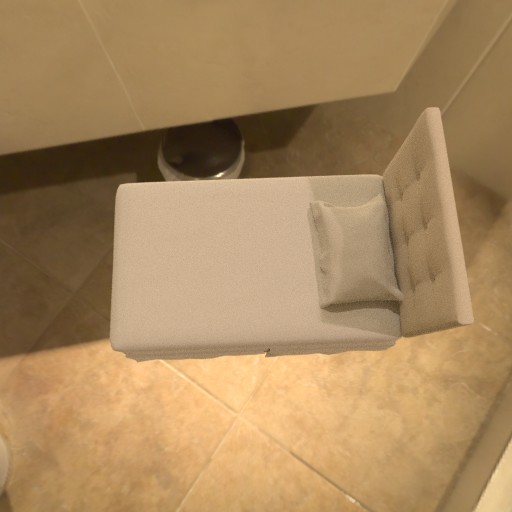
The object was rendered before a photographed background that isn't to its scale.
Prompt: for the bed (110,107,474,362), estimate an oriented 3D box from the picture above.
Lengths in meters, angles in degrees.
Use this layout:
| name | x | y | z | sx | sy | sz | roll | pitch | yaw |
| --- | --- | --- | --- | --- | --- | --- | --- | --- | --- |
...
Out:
| name | x | y | z | sx | sy | sz | roll | pitch | yaw |
| --- | --- | --- | --- | --- | --- | --- | --- | --- | --- |
| bed | 0.000 | 0.000 | 2.912 | 1.997 | 1.571 | 1.261 | -2 | 75 | -1 |
